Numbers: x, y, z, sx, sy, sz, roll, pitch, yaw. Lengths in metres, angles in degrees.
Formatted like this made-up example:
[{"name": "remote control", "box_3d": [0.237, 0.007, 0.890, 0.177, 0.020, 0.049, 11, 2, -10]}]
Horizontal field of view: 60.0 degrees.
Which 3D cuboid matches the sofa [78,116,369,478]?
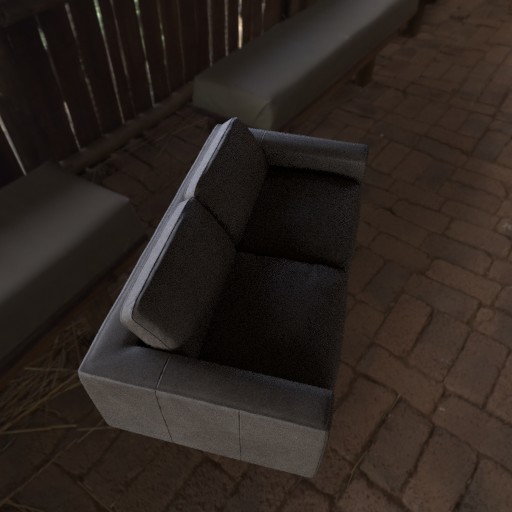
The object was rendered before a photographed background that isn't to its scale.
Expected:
[{"name": "sofa", "box_3d": [0.000, 0.000, 2.455, 1.070, 0.800, 1.920, 11, 49, 9]}]
